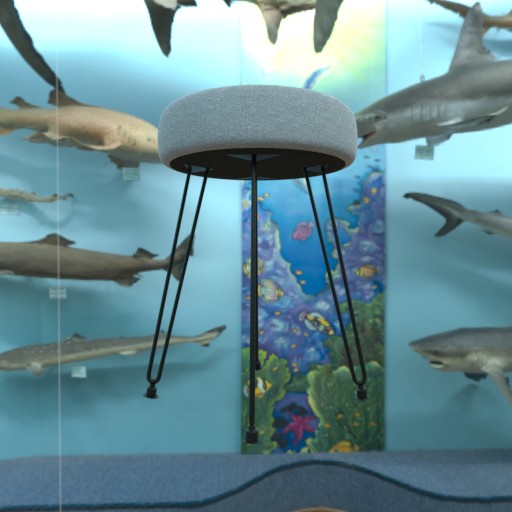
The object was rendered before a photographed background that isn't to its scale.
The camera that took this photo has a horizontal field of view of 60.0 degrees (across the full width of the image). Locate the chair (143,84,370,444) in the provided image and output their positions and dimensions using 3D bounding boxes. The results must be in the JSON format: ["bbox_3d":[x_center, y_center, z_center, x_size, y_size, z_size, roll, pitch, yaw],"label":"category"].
[{"bbox_3d":[0.000,0.000,0.684,0.350,0.440,0.350,0,1,1],"label":"chair"}]
